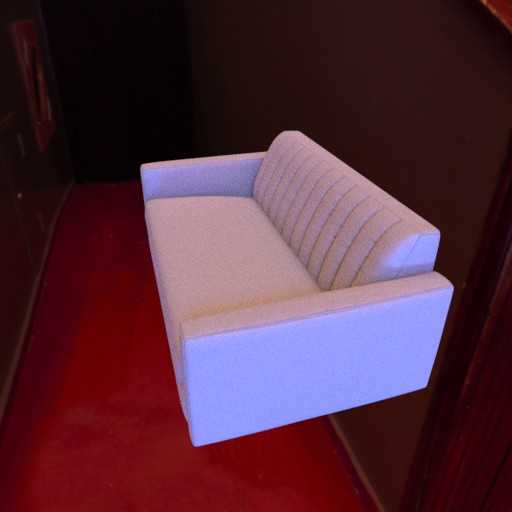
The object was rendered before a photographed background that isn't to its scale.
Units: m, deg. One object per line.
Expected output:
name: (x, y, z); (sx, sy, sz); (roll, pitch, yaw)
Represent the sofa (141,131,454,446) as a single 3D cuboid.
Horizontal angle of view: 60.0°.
sofa: (0.000, 0.000, 2.139); (0.950, 0.801, 1.585); (-9, 32, -14)
